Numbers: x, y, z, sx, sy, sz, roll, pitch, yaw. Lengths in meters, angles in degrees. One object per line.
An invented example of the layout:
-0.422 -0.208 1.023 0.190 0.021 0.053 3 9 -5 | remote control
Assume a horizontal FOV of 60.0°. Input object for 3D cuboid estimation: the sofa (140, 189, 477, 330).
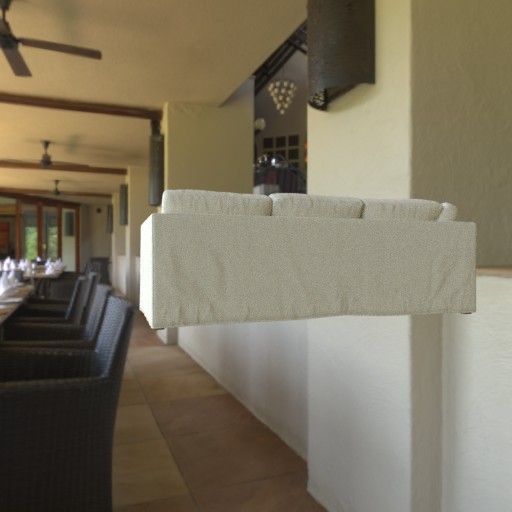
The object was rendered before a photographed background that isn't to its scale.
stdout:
0.000 0.000 4.620 2.448 0.882 3.464 0 0 -19 | sofa
